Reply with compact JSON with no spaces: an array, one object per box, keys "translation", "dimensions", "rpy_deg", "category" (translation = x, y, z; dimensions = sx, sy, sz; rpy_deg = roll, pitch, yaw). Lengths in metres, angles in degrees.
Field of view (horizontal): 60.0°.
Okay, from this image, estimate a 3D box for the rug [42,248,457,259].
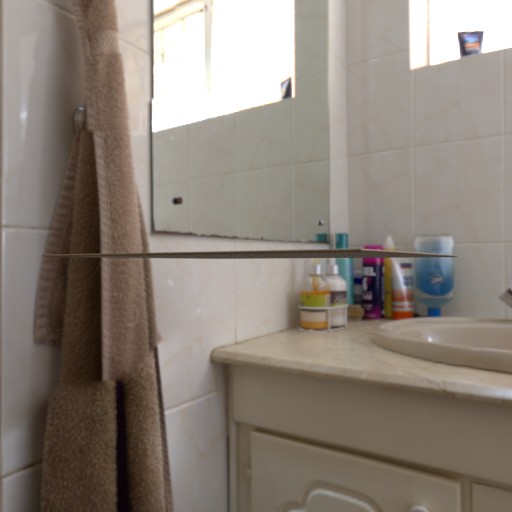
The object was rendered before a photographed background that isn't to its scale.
[{"translation":[0.000,0.000,4.098],"dimensions":[3.041,0.020,2.413],"rpy_deg":[-1,-1,35],"category":"rug"}]
